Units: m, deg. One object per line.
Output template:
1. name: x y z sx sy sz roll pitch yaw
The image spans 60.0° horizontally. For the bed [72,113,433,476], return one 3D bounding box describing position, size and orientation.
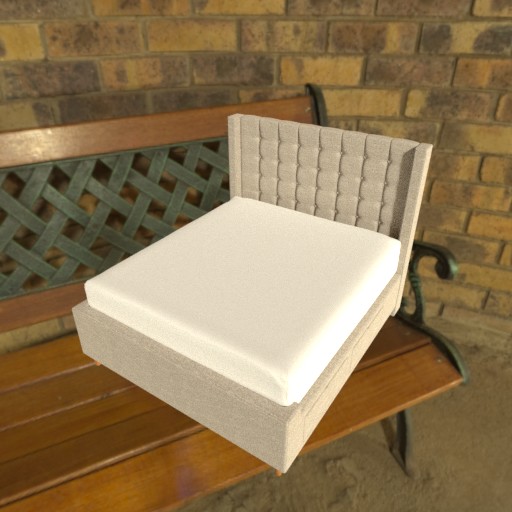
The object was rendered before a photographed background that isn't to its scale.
1. bed: 0.000 0.000 3.840 2.044 1.748 2.372 19 35 29
